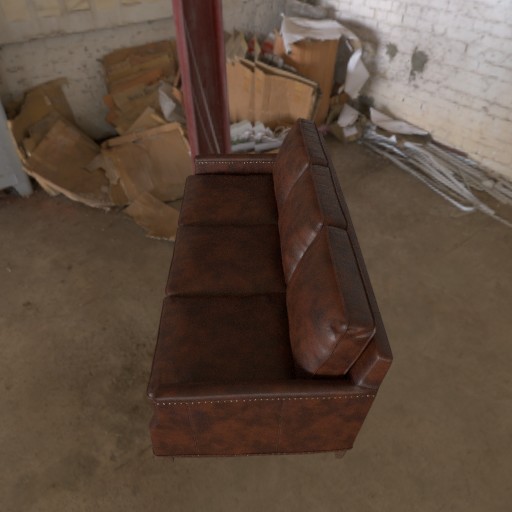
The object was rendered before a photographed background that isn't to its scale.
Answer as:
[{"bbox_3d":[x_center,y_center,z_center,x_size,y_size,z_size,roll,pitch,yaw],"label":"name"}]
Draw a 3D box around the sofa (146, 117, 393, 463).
[{"bbox_3d":[0.000,0.000,2.819,1.084,1.003,2.240,-1,40,-1],"label":"sofa"}]
